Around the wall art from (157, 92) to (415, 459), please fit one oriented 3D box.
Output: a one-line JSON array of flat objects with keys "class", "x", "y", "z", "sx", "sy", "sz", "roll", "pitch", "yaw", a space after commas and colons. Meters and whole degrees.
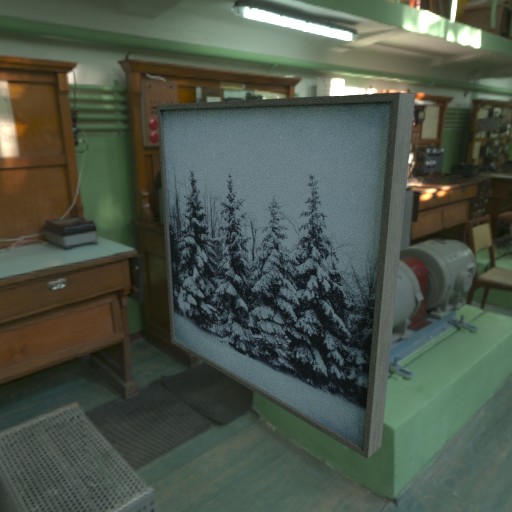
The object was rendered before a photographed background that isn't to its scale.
[{"class": "wall art", "x": 0.000, "y": 0.000, "z": 0.765, "sx": 0.037, "sy": 0.507, "sz": 0.507, "roll": -16, "pitch": 23, "yaw": -42}]
